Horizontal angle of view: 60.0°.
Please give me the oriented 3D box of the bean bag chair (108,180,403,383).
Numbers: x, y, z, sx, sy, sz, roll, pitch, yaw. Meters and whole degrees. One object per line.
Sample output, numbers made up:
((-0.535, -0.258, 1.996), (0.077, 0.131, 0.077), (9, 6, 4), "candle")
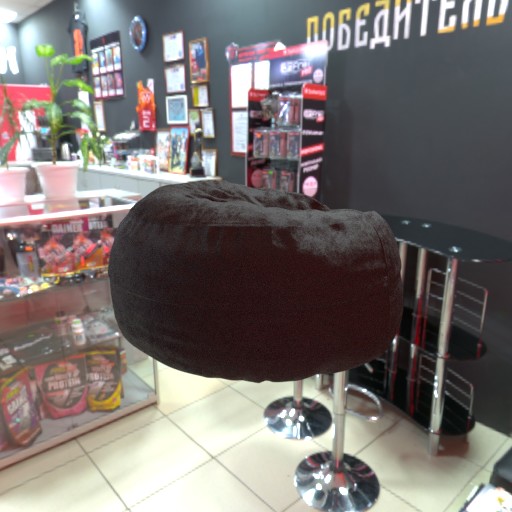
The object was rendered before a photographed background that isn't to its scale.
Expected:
((0.000, 0.000, 2.389), (1.525, 0.751, 1.525), (0, 16, 0), "bean bag chair")
